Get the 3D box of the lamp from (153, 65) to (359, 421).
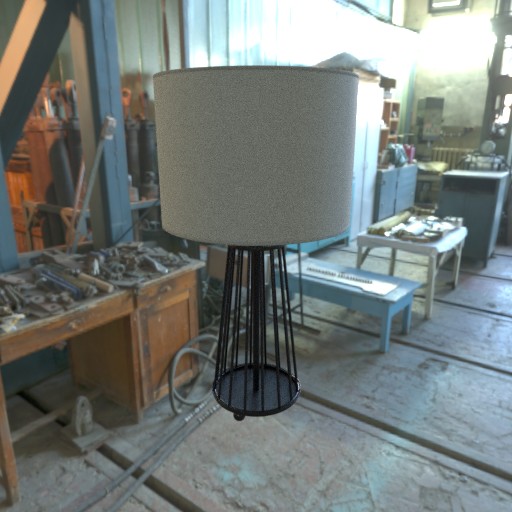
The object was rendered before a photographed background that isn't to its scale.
[{"bbox_3d":[0.000,0.000,0.792,0.322,0.593,0.322,-2,17,-8],"label":"lamp"}]
